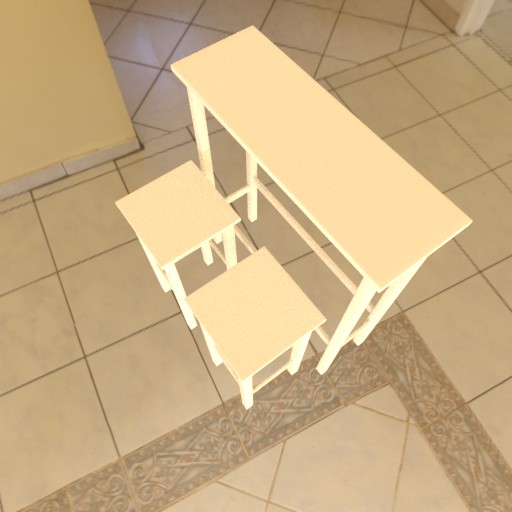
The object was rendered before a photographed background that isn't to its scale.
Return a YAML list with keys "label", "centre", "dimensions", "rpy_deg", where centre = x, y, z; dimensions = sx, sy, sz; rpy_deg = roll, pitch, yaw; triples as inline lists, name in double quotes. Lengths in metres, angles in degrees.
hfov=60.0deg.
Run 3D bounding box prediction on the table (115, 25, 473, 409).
- label: "table"
  centre: [0.000, 0.000, 1.641]
  dimensions: [0.650, 1.065, 0.915]
  rpy_deg: [-33, 68, -16]
